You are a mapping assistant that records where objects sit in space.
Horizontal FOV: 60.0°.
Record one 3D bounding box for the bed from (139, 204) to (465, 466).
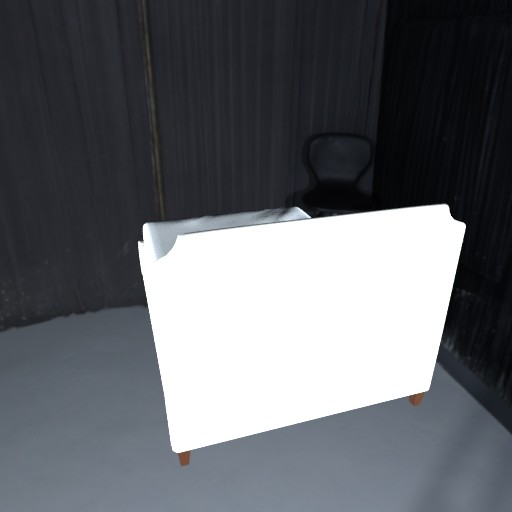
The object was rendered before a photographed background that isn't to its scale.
[{"bbox_3d":[0.000,0.000,3.443,1.712,1.443,2.365,-8,27,-16],"label":"bed"}]
